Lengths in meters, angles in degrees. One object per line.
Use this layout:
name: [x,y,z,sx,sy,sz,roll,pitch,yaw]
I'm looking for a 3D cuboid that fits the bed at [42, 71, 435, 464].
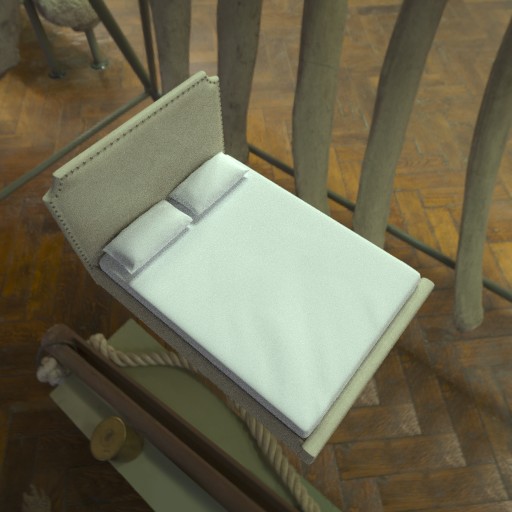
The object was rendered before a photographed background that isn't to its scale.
bed: [0.000,0.000,3.405,2.372,1.443,1.712,35,64,20]
